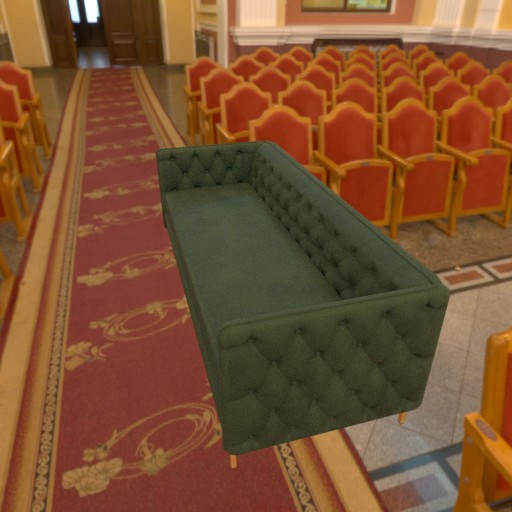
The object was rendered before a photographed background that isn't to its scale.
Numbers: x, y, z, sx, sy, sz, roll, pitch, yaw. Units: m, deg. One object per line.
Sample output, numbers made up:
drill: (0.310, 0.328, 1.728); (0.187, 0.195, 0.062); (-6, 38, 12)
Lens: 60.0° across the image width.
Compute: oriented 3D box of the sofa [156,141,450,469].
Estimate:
sofa: (0.000, 0.000, 2.605); (0.895, 0.771, 2.209); (-8, 31, -14)
